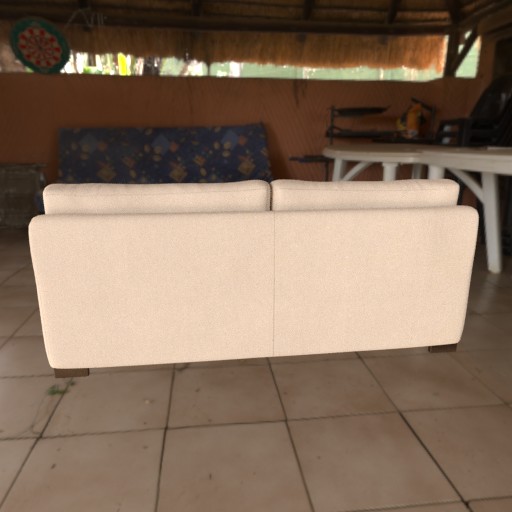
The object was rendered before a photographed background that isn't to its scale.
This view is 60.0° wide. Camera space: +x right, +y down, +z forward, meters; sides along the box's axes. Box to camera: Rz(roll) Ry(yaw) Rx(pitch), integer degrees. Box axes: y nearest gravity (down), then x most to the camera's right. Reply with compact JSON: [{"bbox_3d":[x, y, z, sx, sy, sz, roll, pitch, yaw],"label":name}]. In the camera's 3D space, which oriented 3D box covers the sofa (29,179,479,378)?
[{"bbox_3d":[0.000,0.000,2.569,2.147,0.925,0.929,-2,15,-7],"label":"sofa"}]
